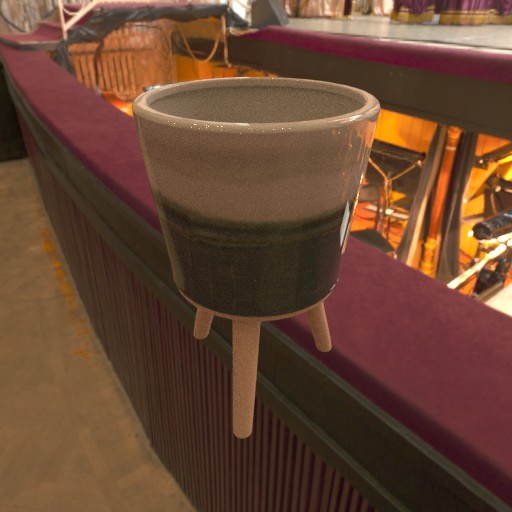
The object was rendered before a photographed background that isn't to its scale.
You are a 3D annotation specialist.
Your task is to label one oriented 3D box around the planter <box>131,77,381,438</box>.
[{"bbox_3d":[0.000,0.000,0.479,0.217,0.331,0.217,-22,37,-32],"label":"planter"}]
